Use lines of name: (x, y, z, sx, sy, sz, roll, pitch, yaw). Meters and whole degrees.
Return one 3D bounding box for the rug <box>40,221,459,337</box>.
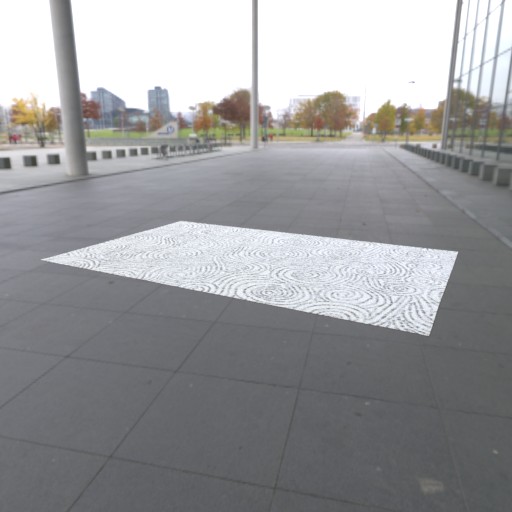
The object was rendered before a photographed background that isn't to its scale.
rug: (0.000, 0.000, 3.036, 2.439, 0.005, 1.524, 8, 17, 27)
